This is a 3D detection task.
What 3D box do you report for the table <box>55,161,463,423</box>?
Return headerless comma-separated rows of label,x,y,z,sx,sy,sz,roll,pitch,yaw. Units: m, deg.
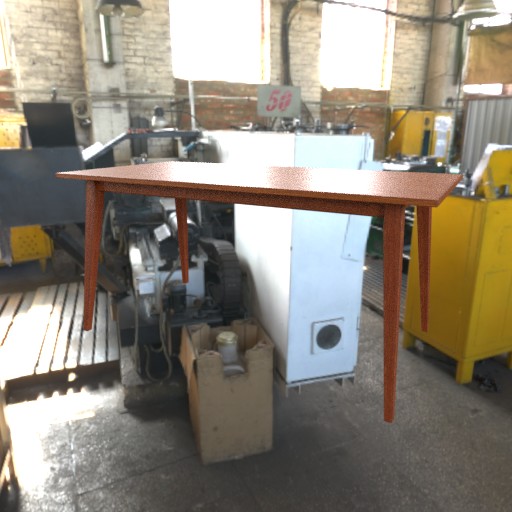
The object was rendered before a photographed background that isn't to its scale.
table,0.000,0.000,2.060,1.609,0.755,0.811,9,18,27
